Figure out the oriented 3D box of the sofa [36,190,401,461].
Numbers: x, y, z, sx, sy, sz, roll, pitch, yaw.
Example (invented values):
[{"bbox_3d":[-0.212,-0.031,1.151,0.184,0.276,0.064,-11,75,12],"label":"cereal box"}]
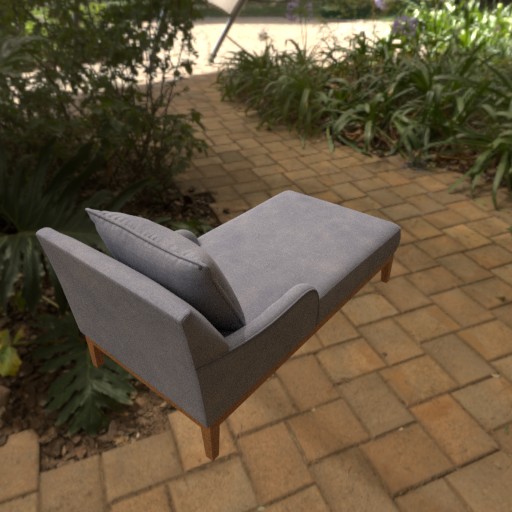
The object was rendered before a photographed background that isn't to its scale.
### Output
[{"bbox_3d":[0.000,0.000,2.350,0.904,0.883,1.779,24,39,32],"label":"sofa"}]
